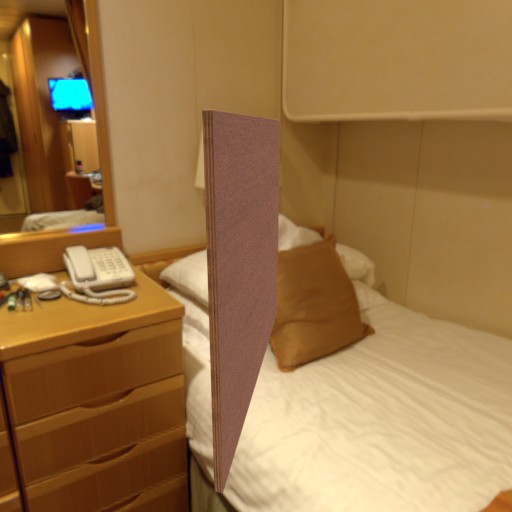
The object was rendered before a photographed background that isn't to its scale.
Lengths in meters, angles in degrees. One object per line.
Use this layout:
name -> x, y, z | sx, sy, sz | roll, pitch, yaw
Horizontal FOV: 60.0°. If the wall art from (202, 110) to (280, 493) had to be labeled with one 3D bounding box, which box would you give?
wall art -> 0.000, 0.000, 0.681 | 0.010, 0.408, 0.508 | 3, 16, 9
